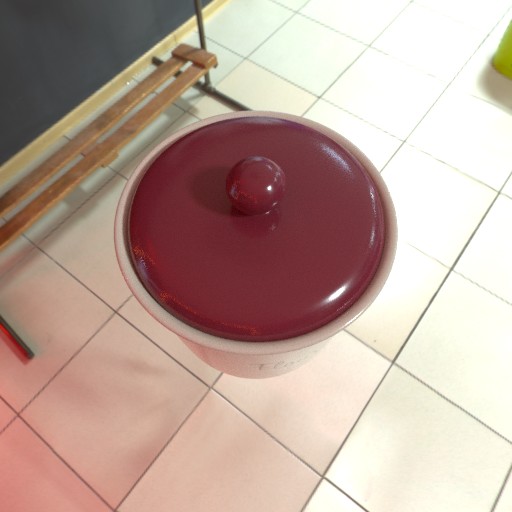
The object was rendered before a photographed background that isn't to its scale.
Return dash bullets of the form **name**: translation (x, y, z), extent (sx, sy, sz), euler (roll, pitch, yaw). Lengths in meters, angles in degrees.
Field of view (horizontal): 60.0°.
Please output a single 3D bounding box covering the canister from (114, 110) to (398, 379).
- **canister**: translation (0.000, 0.000, 0.338), extent (0.182, 0.208, 0.182), euler (0, 63, 0)
